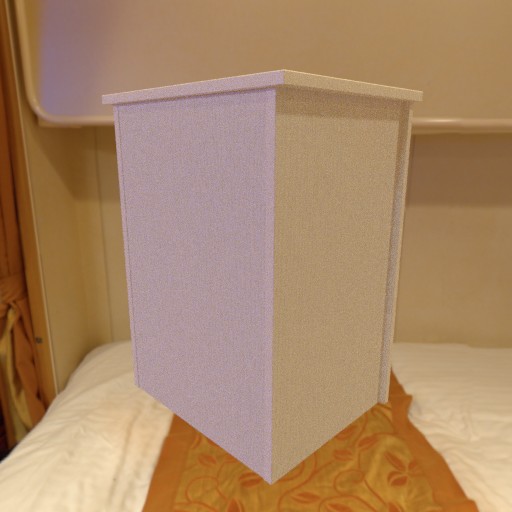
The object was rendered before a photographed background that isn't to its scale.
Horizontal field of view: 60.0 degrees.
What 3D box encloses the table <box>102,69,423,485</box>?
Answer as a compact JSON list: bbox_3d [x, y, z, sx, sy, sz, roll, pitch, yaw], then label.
[{"bbox_3d":[0.000,0.000,0.920,0.381,0.635,0.480,-14,20,-43],"label":"table"}]
